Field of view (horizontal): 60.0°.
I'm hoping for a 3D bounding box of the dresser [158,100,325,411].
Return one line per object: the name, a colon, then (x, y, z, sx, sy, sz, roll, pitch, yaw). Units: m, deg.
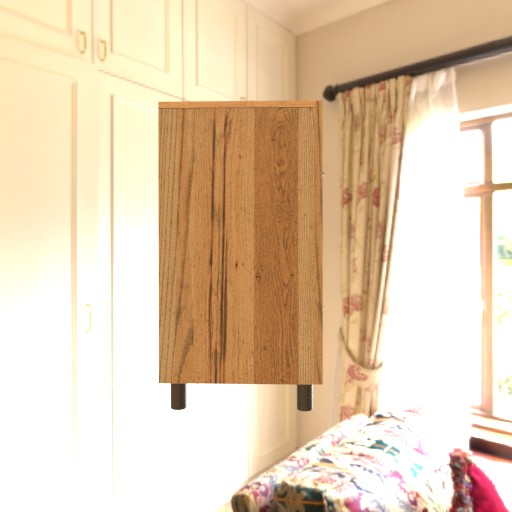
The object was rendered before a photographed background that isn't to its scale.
dresser: (0.000, 0.000, 1.958, 0.487, 0.834, 1.547, 0, 0, 1)
